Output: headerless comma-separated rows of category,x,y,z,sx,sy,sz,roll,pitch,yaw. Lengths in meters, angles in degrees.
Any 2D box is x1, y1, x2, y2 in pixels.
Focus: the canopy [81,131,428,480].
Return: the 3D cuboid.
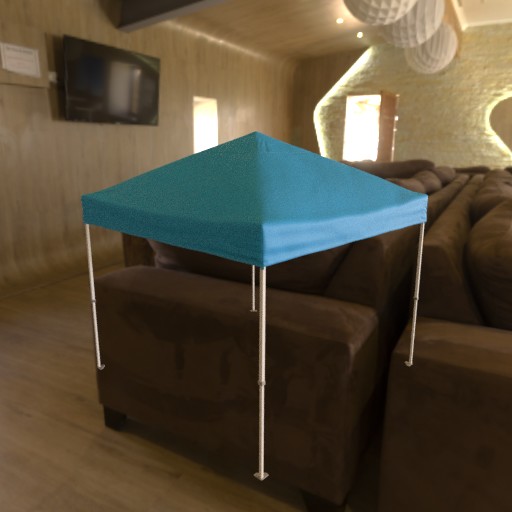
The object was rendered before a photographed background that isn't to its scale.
canopy,0.000,0.000,5.529,2.998,2.997,2.996,13,19,42
